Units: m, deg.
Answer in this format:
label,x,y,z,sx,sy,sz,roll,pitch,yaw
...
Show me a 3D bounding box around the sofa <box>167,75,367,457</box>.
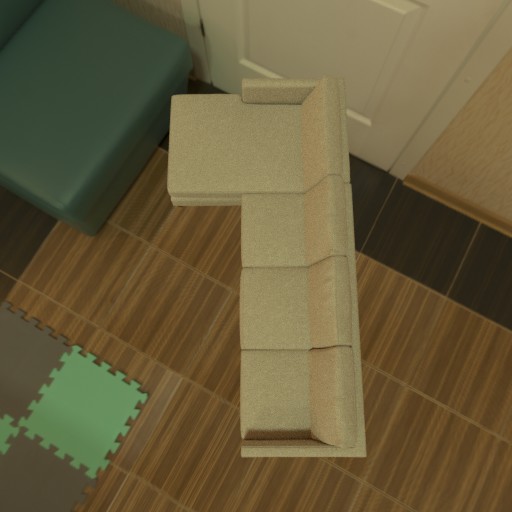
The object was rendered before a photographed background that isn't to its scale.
label,x,y,z,sx,sy,sz,roll,pitch,yaw
sofa,0.000,0.000,3.857,1.625,0.846,3.186,0,77,0
